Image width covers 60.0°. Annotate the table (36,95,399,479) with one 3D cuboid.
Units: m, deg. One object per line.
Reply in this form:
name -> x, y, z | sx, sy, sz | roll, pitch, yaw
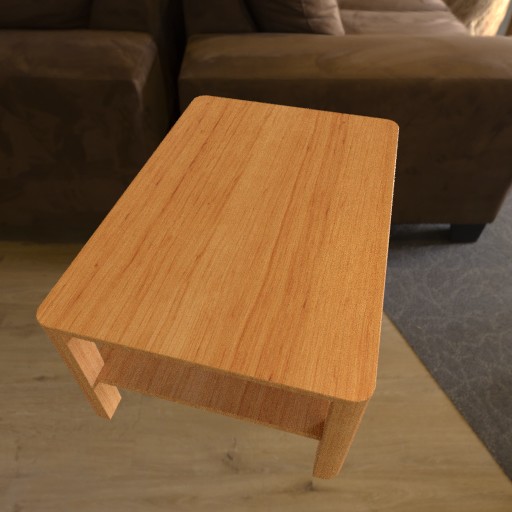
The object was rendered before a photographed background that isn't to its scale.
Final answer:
table -> 0.000, 0.000, 1.331 | 0.696, 0.445, 0.997 | 11, 48, 10
